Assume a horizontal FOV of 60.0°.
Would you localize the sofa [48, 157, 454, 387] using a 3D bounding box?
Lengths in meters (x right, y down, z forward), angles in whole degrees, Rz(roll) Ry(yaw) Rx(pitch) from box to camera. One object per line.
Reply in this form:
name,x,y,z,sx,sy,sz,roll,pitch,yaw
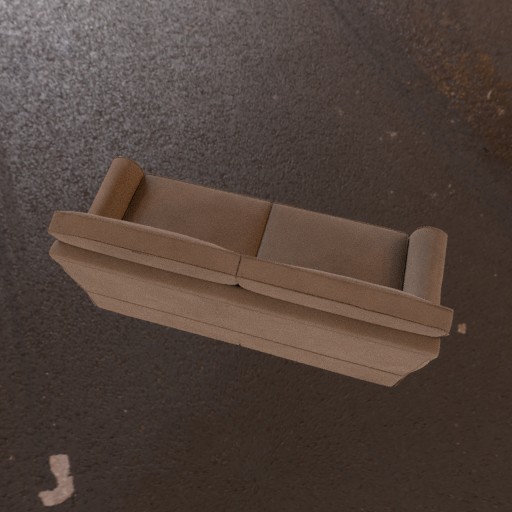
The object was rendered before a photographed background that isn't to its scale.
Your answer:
sofa,0.000,0.000,2.754,2.246,1.014,0.900,14,64,7
